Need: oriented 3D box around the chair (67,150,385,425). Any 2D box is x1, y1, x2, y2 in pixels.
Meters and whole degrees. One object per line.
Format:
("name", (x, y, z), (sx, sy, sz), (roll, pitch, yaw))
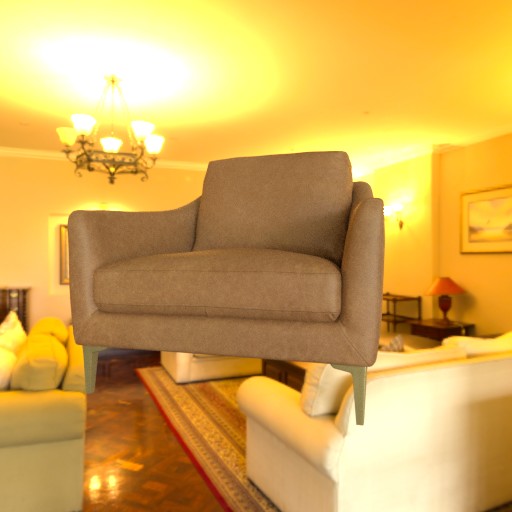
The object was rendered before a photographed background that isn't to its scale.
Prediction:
("chair", (0.000, 0.000, 1.709), (0.988, 0.895, 0.963), (0, 0, 19))
